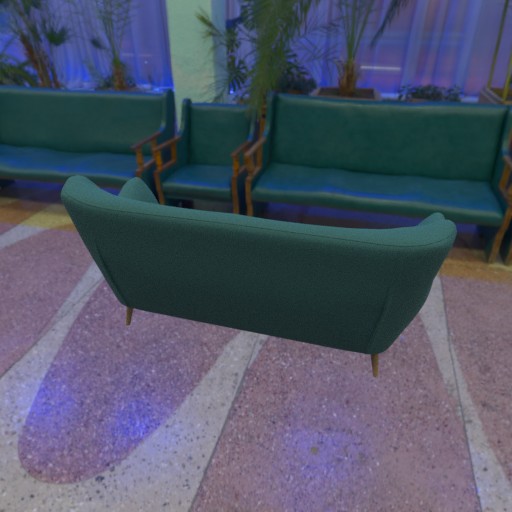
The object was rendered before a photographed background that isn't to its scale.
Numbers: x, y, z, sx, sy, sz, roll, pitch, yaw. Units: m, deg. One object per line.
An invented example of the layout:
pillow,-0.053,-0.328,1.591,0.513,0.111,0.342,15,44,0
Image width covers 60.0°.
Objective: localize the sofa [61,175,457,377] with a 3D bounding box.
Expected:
sofa,0.000,0.000,2.409,1.930,0.890,0.889,9,33,14
